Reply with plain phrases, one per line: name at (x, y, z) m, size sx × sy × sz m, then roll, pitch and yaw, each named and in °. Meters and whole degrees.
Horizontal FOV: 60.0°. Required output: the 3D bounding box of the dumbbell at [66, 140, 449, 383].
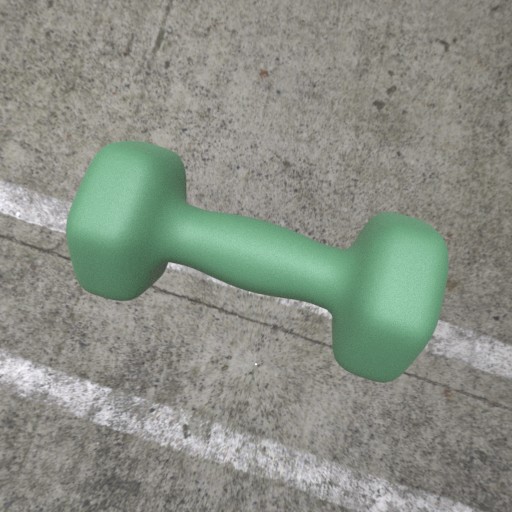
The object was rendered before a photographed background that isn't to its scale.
dumbbell at (0.000, 0.000, 0.329) m, size 0.257 × 0.114 × 0.126 m, roll 17°, pitch 77°, yaw 4°
